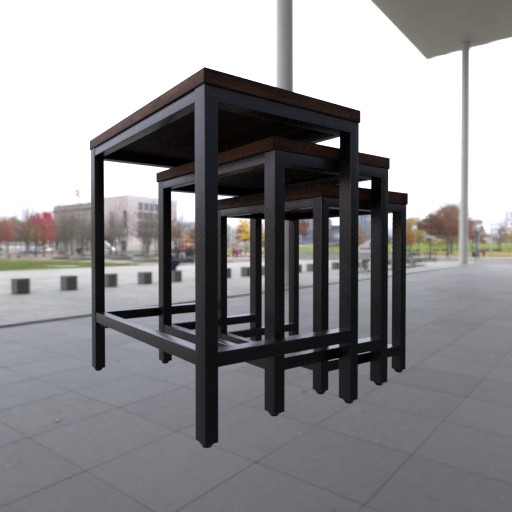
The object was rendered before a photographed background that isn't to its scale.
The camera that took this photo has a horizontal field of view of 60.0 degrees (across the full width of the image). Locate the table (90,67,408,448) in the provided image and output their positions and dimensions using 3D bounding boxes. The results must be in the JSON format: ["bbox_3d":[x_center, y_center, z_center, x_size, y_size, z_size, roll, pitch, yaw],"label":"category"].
[{"bbox_3d":[0.000,0.000,1.147,0.660,0.616,0.608,-1,1,-37],"label":"table"}]
